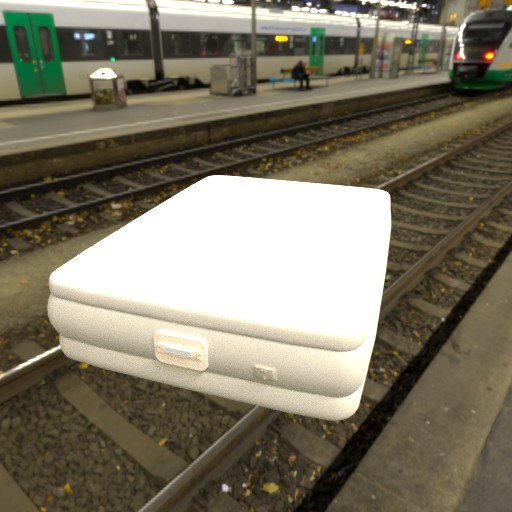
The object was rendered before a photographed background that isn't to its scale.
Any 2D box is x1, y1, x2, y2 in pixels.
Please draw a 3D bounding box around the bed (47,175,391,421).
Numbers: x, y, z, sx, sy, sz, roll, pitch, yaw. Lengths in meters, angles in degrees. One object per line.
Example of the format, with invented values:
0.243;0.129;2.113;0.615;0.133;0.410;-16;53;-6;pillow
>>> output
0.000;0.000;2.689;1.520;0.460;2.036;8;26;16;bed
